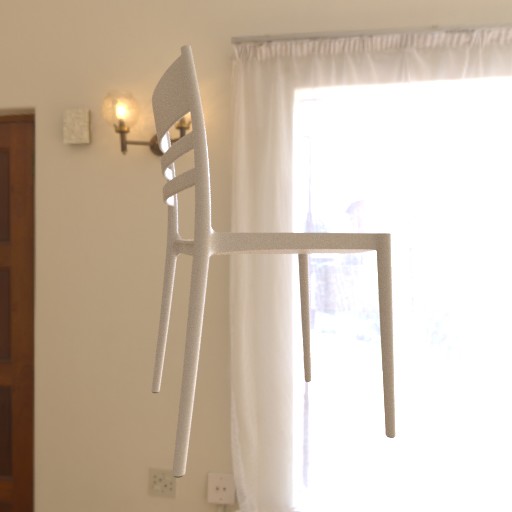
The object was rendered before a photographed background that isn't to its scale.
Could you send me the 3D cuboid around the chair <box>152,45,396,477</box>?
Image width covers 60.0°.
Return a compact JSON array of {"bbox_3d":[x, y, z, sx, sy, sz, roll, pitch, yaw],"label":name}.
[{"bbox_3d":[0.000,0.000,1.122,0.511,0.800,0.531,0,0,-17],"label":"chair"}]
